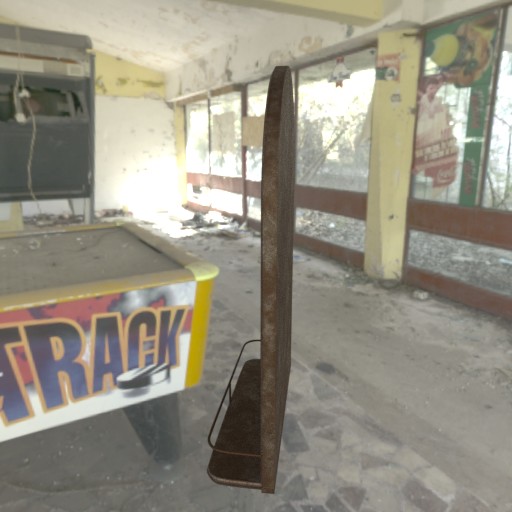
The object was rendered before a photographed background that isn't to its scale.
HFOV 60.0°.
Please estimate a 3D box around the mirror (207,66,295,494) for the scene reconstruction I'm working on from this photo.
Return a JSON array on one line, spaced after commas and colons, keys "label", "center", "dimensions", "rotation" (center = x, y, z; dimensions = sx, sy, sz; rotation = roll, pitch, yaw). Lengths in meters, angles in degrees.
[{"label": "mirror", "center": [0.000, 0.000, 0.975], "dimensions": [0.137, 0.770, 0.510], "rotation": [2, 13, 8]}]
